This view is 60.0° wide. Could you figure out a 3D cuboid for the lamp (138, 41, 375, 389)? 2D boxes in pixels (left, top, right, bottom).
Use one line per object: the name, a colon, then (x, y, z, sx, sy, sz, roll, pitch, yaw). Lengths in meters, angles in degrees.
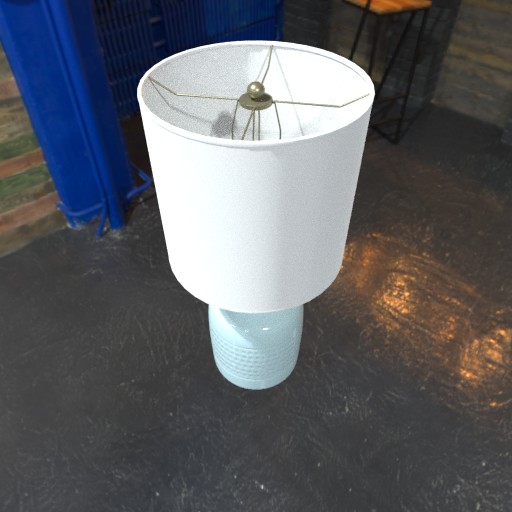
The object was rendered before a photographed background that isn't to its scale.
lamp: (0.000, 0.000, 1.098, 0.418, 0.871, 0.418, -32, 53, -28)
